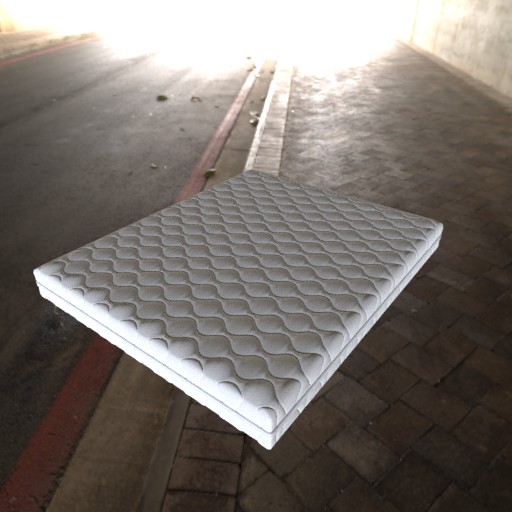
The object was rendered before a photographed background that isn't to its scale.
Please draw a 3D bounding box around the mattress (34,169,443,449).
[{"bbox_3d":[0.000,0.000,2.657,1.600,0.200,1.900,22,38,31],"label":"mattress"}]
